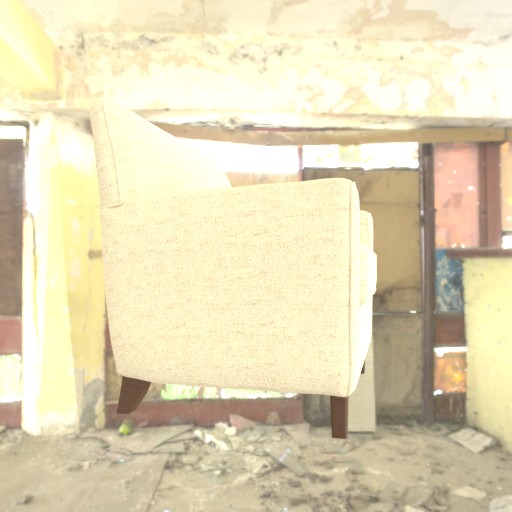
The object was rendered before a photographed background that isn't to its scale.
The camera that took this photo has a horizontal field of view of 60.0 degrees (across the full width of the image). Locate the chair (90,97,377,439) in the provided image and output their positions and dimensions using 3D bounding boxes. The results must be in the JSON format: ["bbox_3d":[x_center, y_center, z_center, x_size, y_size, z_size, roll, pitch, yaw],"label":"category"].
[{"bbox_3d":[0.000,0.000,1.584,0.823,0.943,0.870,0,-1,17],"label":"chair"}]
